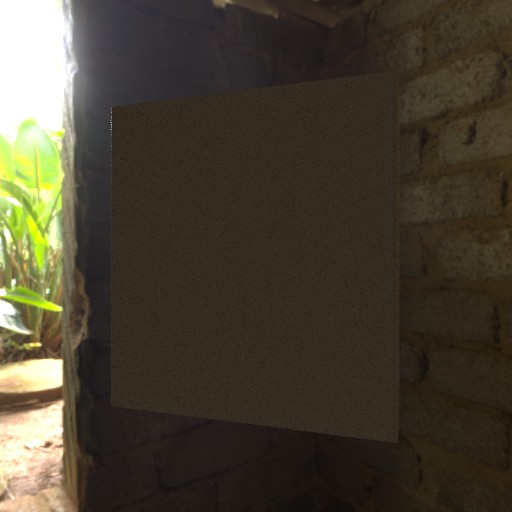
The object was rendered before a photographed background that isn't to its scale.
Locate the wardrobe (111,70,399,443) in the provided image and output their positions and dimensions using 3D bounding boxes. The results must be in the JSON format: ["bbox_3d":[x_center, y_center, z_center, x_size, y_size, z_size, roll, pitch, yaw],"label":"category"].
[{"bbox_3d":[0.000,0.000,2.903,1.780,1.960,0.629,0,0,19],"label":"wardrobe"}]
